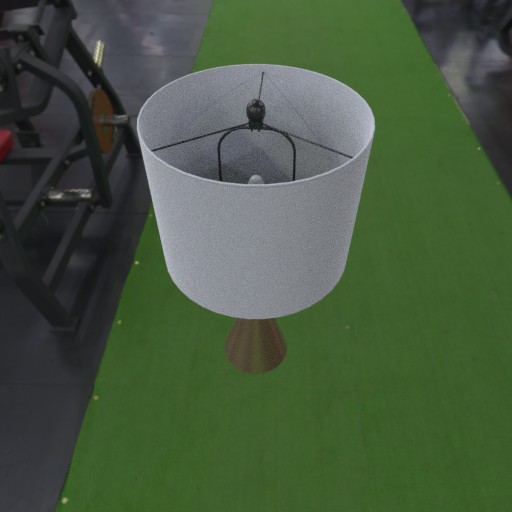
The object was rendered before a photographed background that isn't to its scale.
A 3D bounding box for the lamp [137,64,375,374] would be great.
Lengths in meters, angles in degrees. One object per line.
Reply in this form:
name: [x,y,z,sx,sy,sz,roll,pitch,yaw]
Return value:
lamp: [0.000,0.000,0.768,0.304,0.573,0.304,3,46,3]
